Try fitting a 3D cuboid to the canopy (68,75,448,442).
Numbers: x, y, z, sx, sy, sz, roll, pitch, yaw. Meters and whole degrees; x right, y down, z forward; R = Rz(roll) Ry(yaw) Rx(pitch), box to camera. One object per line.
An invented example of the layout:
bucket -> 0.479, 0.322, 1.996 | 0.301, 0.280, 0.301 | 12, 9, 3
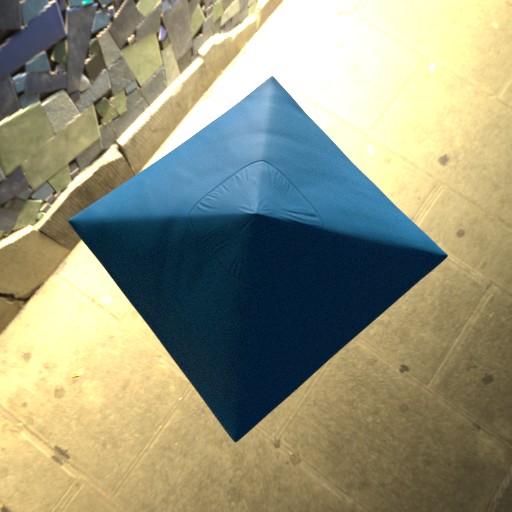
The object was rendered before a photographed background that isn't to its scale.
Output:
canopy -> 0.000, 0.000, 5.575 | 2.998, 2.997, 2.996 | -38, 78, -10
